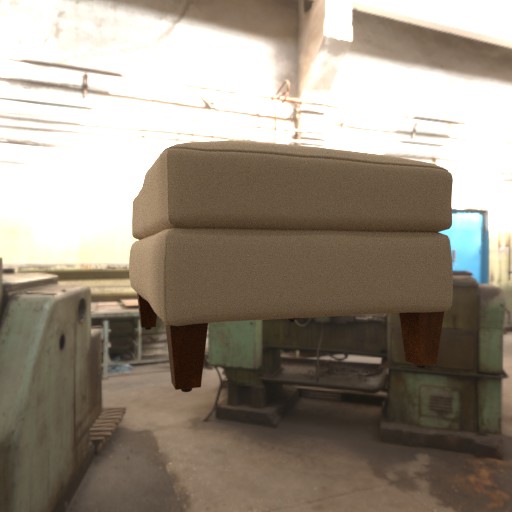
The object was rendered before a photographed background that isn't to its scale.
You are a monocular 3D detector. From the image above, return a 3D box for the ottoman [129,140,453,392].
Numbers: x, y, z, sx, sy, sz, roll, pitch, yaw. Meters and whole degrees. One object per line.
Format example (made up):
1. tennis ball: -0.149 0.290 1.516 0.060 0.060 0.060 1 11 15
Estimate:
1. ottoman: 0.000 0.000 1.213 0.634 0.485 0.818 0 0 -19
